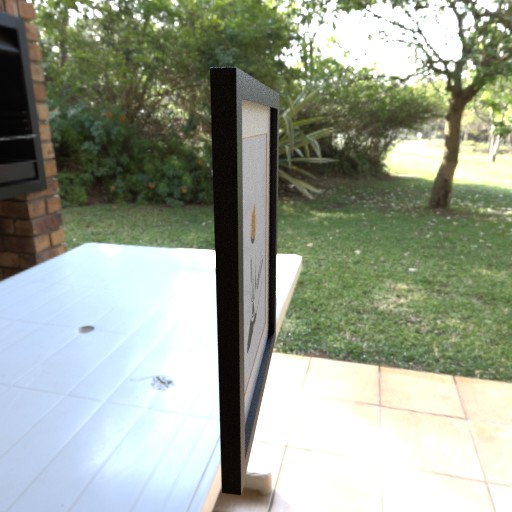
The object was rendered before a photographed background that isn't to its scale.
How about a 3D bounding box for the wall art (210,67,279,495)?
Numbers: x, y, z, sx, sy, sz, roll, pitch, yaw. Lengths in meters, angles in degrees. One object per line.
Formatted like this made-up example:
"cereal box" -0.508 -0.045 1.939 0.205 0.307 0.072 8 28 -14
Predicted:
"wall art" 0.000 0.000 0.528 0.019 0.381 0.330 2 17 8
